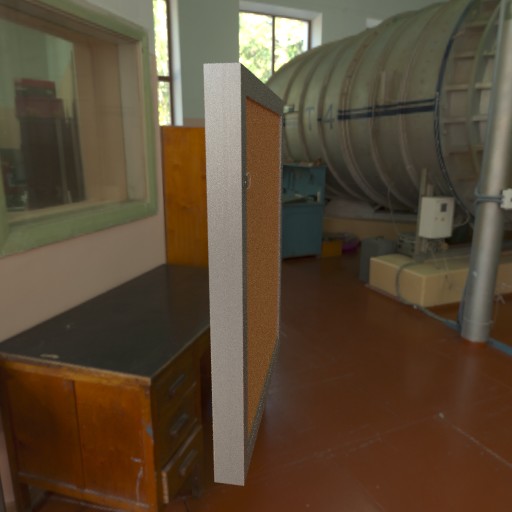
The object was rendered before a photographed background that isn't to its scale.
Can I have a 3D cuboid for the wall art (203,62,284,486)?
[{"bbox_3d":[0.000,0.000,0.530,0.030,0.379,0.308,2,14,9],"label":"wall art"}]
